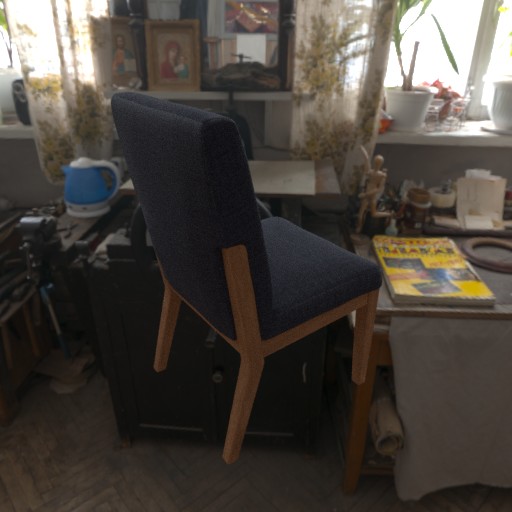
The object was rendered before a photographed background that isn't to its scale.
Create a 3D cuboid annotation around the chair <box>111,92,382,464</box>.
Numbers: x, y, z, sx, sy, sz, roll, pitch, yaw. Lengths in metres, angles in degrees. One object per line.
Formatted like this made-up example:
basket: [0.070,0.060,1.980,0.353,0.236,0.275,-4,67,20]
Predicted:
chair: [0.000,0.000,1.298,0.586,0.911,0.507,-18,32,-32]
